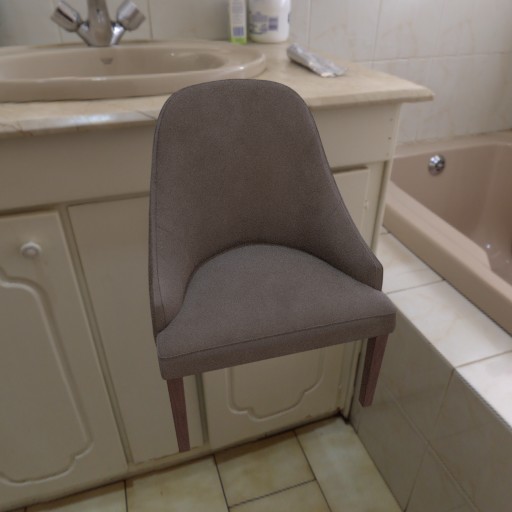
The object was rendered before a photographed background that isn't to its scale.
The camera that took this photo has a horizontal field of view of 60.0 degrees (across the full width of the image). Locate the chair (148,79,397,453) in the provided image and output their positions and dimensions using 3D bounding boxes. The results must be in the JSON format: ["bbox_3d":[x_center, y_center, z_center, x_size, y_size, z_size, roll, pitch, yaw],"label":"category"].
[{"bbox_3d":[0.000,0.000,1.304,0.643,0.889,0.575,-9,33,-13],"label":"chair"}]
